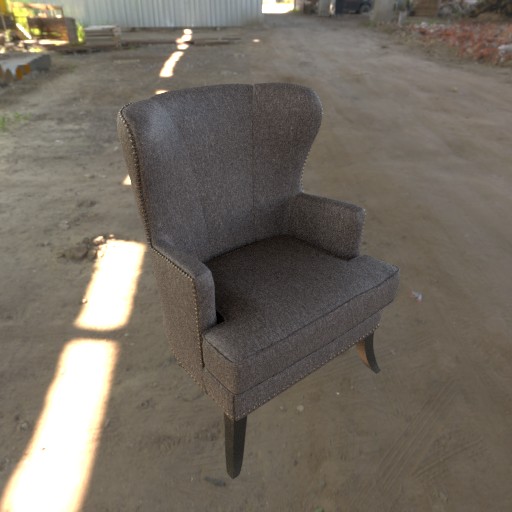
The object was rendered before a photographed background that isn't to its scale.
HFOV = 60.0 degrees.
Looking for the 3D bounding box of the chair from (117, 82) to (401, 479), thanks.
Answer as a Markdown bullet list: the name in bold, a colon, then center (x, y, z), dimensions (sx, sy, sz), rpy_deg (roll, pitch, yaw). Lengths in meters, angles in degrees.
- **chair**: center (0.000, 0.000, 1.589), dimensions (0.759, 1.060, 0.758), rpy_deg (-22, 37, -33)
